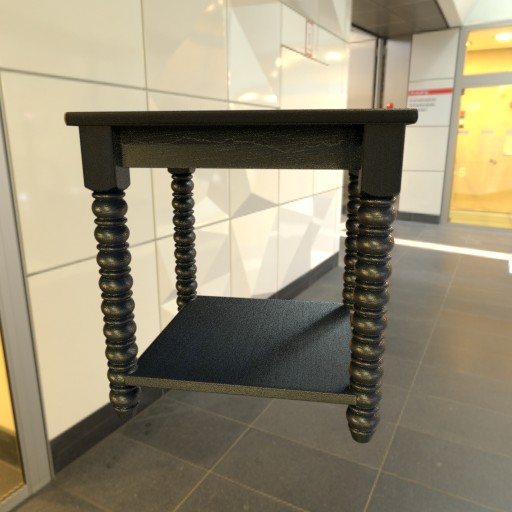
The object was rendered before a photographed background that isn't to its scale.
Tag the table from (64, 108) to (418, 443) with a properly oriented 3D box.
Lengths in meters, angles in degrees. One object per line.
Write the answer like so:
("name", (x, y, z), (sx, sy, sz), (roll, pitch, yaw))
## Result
("table", (0.000, 0.000, 0.955), (0.533, 0.567, 0.500), (2, 15, 9))
